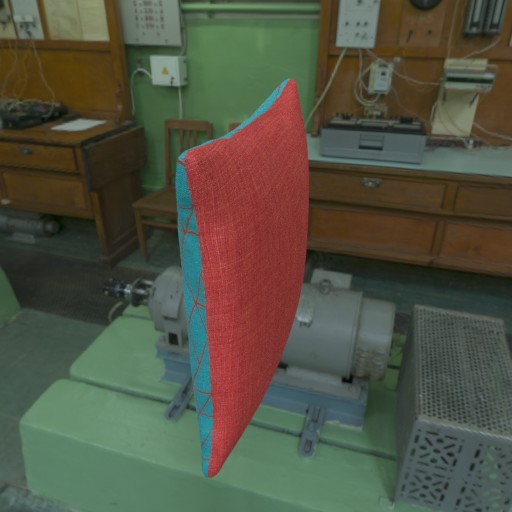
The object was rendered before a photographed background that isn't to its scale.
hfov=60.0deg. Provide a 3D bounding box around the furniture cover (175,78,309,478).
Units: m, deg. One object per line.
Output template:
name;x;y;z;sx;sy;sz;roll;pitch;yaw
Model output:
furniture cover;0.000;0.000;0.763;0.158;0.508;0.517;8;30;13
